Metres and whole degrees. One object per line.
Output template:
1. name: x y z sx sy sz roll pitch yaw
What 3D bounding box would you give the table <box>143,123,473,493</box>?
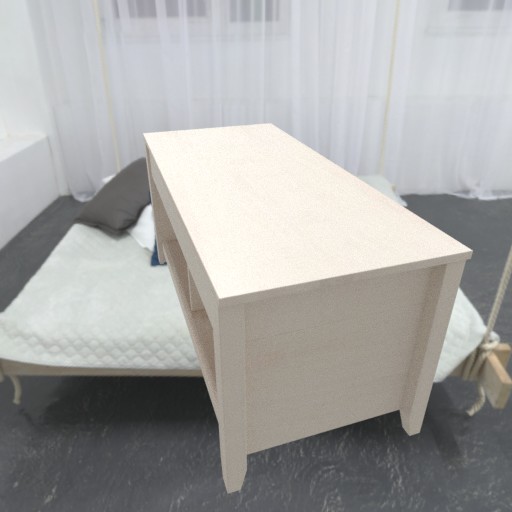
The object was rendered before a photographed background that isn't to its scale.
1. table: 0.000 0.000 1.247 0.457 0.483 1.016 -9 31 -16
